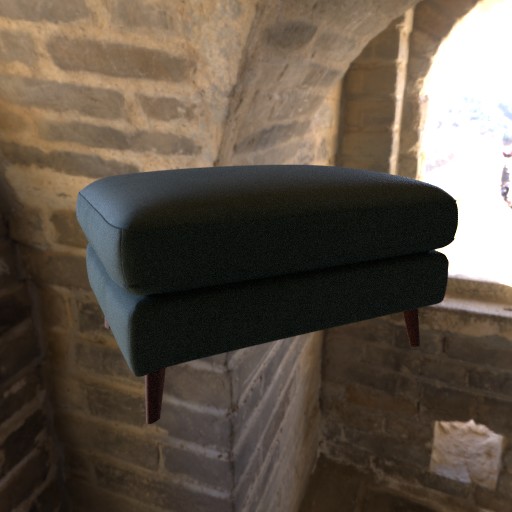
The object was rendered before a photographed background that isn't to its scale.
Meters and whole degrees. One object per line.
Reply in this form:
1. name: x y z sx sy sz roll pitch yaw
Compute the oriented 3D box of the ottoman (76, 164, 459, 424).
1. ottoman: 0.000 0.000 1.150 0.811 0.449 0.608 -8 17 -26
